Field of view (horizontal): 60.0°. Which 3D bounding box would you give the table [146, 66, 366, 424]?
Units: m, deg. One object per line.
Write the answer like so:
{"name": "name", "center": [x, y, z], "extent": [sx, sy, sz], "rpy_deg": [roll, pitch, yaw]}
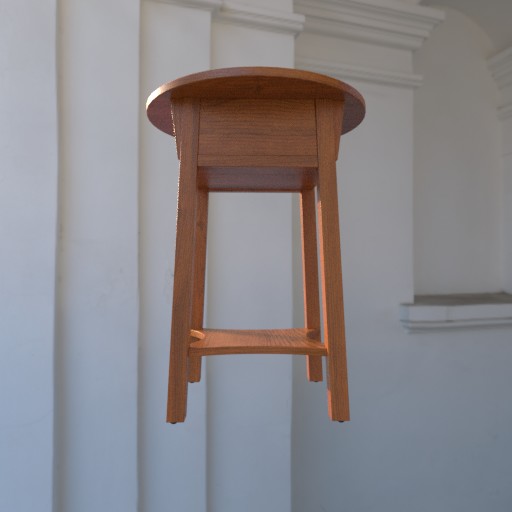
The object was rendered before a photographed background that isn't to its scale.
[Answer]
{"name": "table", "center": [0.000, 0.000, 0.945], "extent": [0.457, 0.610, 0.457], "rpy_deg": [0, -1, 0]}
